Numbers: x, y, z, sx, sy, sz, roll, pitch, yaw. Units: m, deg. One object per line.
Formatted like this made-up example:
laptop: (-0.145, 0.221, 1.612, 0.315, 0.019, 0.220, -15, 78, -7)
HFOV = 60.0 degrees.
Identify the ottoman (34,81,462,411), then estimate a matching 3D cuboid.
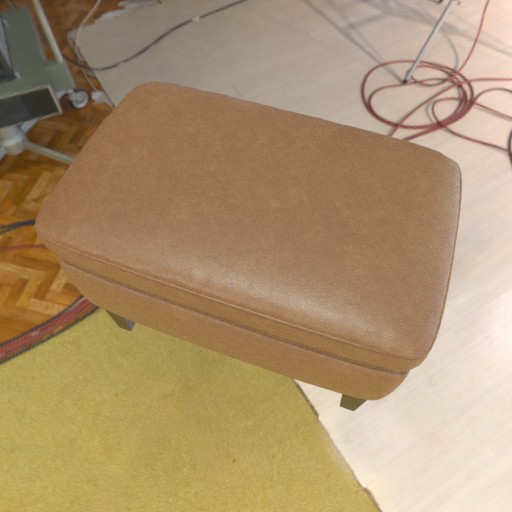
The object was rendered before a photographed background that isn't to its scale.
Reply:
ottoman: (0.000, 0.000, 0.929, 0.670, 0.480, 0.420, 17, 61, 10)
